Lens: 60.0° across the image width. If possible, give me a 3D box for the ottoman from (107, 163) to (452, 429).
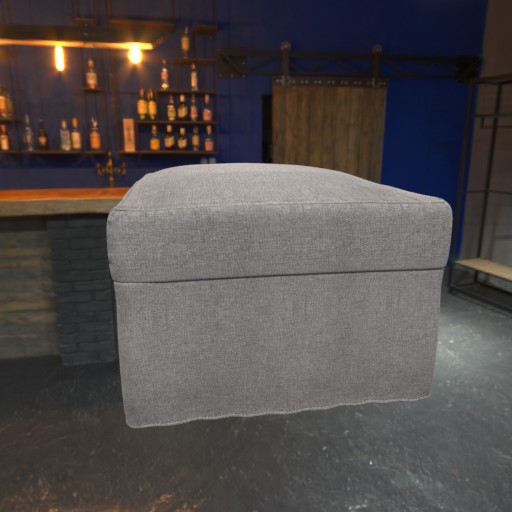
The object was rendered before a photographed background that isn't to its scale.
[{"bbox_3d":[0.000,0.000,1.225,0.652,0.492,0.833,-2,15,-9],"label":"ottoman"}]
